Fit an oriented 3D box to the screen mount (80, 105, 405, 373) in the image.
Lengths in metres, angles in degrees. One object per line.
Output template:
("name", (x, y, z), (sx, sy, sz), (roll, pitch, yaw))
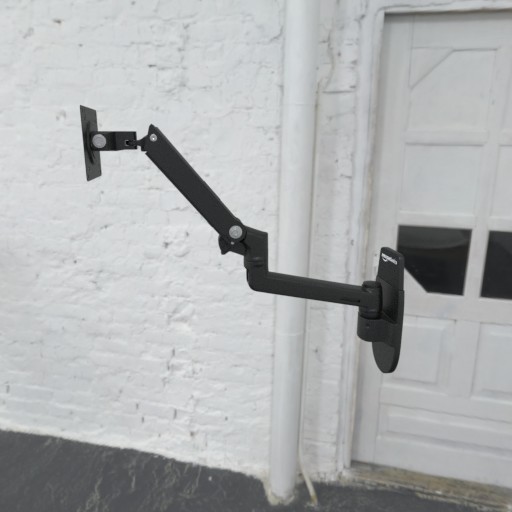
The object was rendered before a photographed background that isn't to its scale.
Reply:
("screen mount", (0.000, 0.000, 0.742), (0.495, 0.466, 0.115), (-2, 15, -9))
